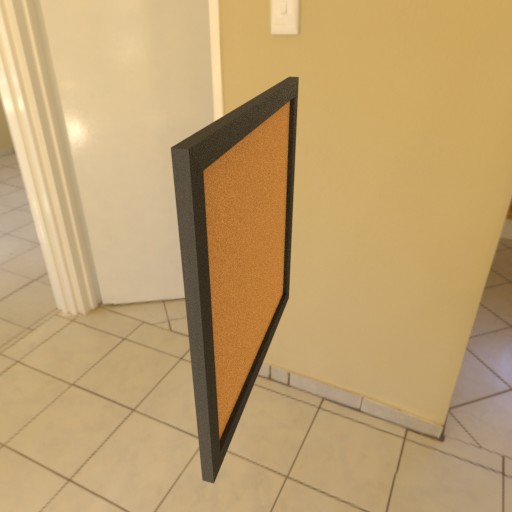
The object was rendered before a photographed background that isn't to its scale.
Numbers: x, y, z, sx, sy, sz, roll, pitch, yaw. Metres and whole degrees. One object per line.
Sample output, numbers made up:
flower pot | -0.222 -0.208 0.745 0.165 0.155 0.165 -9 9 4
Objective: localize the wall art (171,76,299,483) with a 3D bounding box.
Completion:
wall art | 0.000 0.000 1.511 0.038 1.016 1.016 8 30 14
